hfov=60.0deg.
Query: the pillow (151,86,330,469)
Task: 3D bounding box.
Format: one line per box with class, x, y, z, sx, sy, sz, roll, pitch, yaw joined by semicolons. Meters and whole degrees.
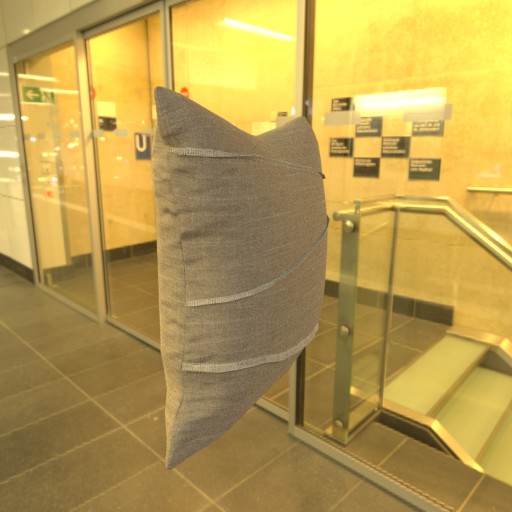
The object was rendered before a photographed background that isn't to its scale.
pillow;0.000;0.000;0.619;0.169;0.400;0.424;6;15;25
